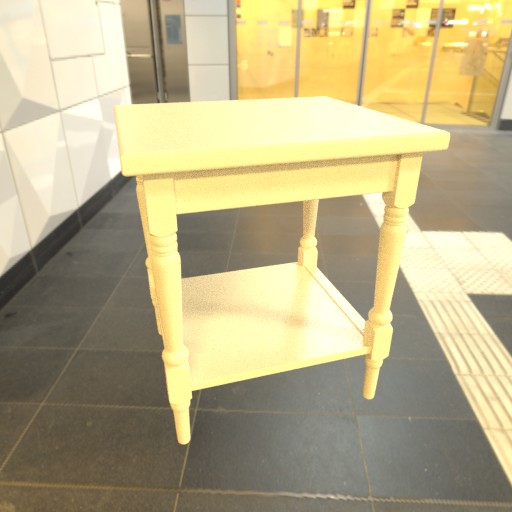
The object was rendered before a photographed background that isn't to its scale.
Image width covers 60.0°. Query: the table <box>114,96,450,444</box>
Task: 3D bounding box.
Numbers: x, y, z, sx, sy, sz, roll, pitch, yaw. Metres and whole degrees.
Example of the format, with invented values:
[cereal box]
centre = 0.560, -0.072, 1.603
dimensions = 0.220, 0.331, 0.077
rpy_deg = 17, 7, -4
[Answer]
[table]
centre = 0.000, 0.000, 0.927
dimensions = 0.488, 0.565, 0.442
rpy_deg = -8, 28, -15
